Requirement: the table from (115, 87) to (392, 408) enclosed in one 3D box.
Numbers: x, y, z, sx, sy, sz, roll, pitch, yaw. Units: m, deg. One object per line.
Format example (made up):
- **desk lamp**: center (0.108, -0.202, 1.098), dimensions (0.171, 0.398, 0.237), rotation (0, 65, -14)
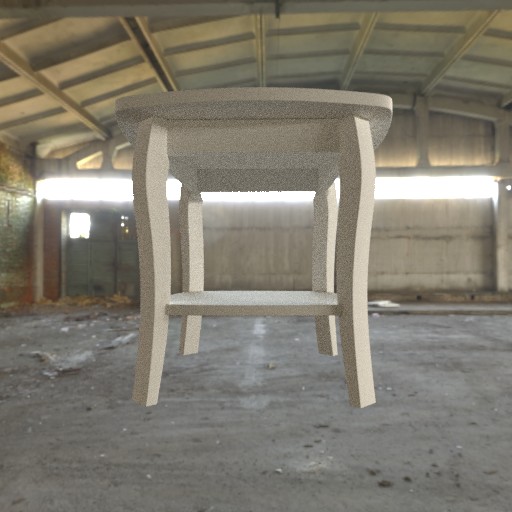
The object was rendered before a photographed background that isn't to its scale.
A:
- **table**: center (0.000, 0.000, 0.834), dimensions (0.451, 0.438, 0.502), rotation (0, -1, 1)
